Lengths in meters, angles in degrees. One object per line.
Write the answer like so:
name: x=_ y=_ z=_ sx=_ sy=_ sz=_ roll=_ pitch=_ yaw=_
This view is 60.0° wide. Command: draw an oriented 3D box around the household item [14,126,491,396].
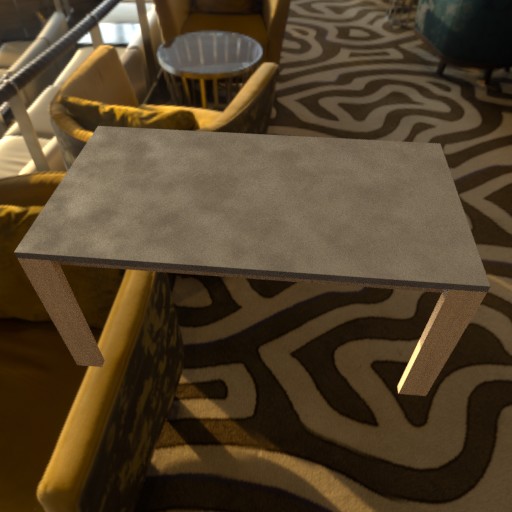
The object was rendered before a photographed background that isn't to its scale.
household item: x=0.000 y=0.000 z=2.045 sx=1.600 sy=0.755 sz=0.850 roll=4 pitch=46 yaw=4
